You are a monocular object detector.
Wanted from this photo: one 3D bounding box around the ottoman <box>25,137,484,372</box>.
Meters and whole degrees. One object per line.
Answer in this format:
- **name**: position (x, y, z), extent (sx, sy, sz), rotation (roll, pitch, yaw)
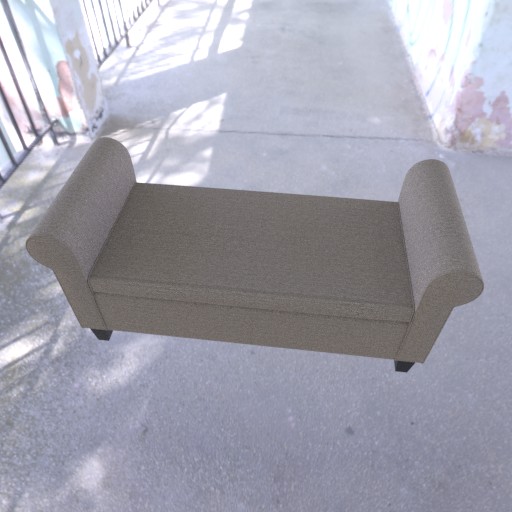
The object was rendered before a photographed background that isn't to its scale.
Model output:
- **ottoman**: position (0.000, 0.000, 1.529), extent (1.256, 0.547, 0.521), rotation (5, 47, 5)
